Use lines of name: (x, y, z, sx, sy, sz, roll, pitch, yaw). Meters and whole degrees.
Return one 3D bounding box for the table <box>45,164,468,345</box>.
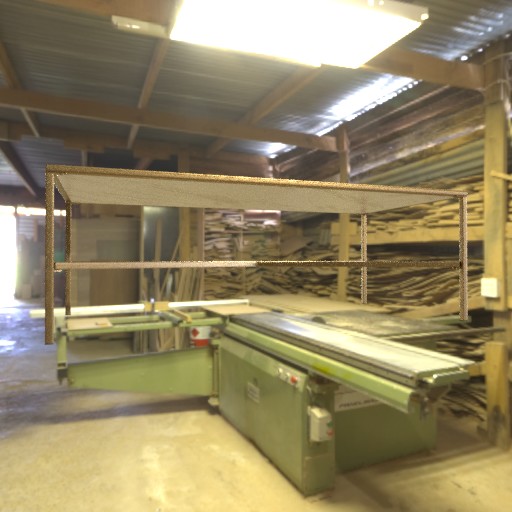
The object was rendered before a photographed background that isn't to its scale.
table: (0.000, 0.000, 1.459, 1.197, 0.405, 0.577, 0, -1, -19)
